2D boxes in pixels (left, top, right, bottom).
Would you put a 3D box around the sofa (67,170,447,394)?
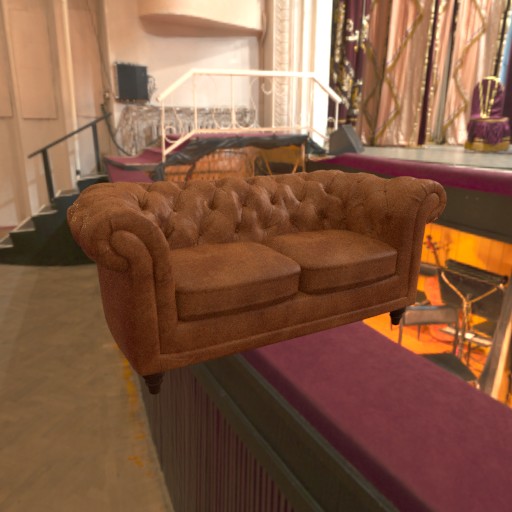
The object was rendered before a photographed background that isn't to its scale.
[{"bbox_3d":[0.000,0.000,2.575,1.979,0.877,1.042,-9,18,-28],"label":"sofa"}]
